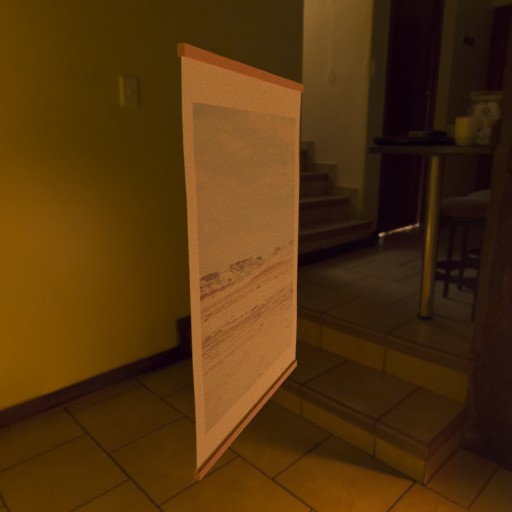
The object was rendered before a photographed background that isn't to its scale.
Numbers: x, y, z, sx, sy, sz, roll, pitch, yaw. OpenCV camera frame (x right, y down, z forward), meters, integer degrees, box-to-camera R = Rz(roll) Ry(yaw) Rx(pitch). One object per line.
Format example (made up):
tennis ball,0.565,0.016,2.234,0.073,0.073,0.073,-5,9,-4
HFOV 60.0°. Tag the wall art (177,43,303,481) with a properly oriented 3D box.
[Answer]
wall art,0.000,0.000,1.937,0.025,1.521,1.011,7,15,25
